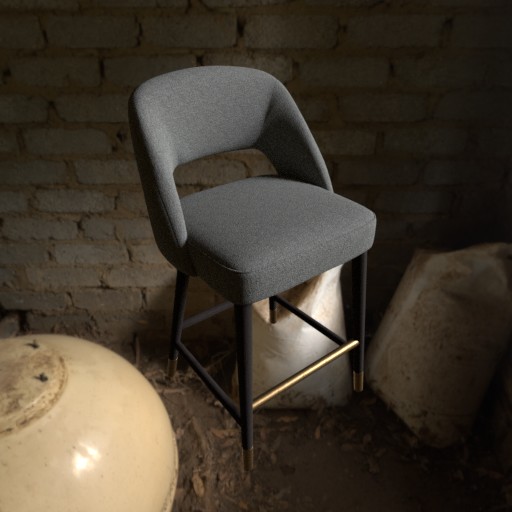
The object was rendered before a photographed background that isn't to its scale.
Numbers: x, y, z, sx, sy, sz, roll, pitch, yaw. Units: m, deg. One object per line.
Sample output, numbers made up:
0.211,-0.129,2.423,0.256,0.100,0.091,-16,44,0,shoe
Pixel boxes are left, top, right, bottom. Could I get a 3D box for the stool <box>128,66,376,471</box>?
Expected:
0.000,0.000,1.232,0.536,0.925,0.524,-22,37,-32,stool
